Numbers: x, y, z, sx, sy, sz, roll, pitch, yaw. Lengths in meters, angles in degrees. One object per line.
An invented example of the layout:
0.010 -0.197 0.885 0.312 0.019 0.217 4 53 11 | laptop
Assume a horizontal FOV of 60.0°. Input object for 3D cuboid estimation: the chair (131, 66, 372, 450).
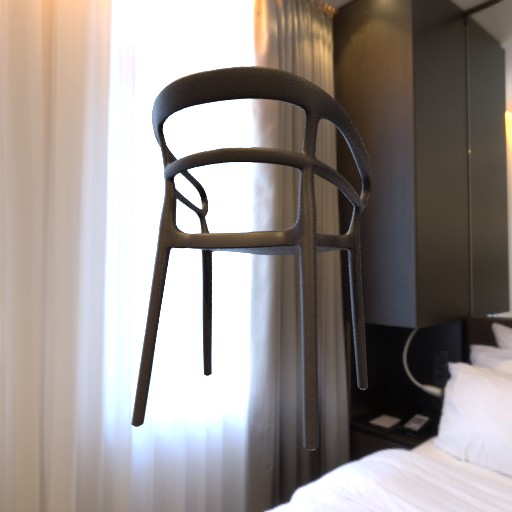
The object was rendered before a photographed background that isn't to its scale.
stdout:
0.000 0.000 1.154 0.559 0.761 0.527 -1 -2 19 | chair
